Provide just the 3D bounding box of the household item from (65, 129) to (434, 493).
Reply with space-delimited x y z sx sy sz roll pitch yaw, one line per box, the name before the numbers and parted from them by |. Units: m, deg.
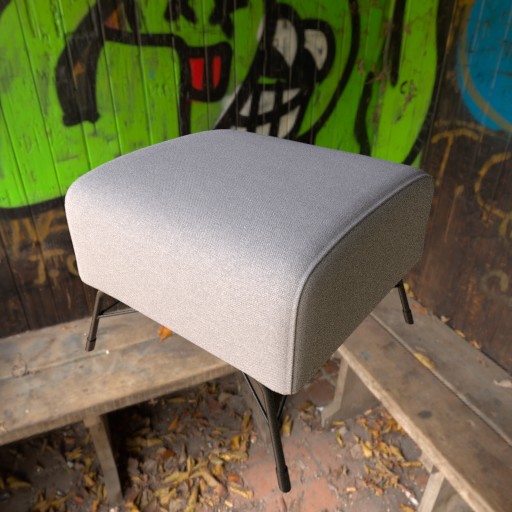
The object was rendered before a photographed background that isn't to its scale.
household item | 0.000 0.000 0.892 0.530 0.410 0.530 21 36 32
